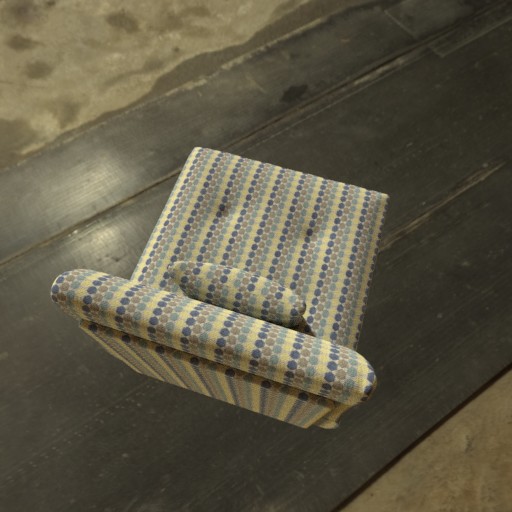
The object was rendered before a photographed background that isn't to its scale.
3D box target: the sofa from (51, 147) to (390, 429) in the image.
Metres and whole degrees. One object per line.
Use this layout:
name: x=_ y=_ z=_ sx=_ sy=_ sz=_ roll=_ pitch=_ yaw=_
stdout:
sofa: x=0.000 y=0.000 z=1.684 sx=0.930 sy=0.830 sz=1.000 roll=16 pitch=66 yaw=8
